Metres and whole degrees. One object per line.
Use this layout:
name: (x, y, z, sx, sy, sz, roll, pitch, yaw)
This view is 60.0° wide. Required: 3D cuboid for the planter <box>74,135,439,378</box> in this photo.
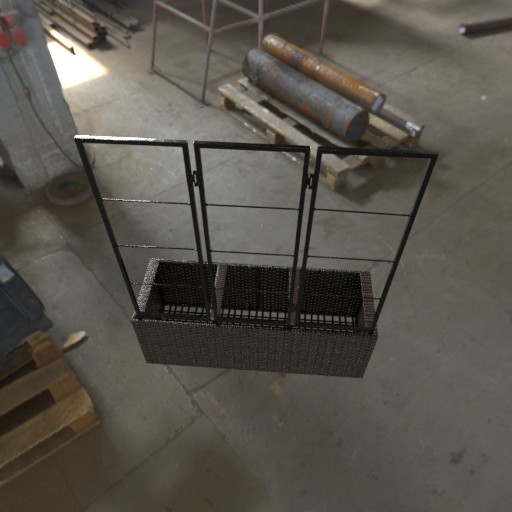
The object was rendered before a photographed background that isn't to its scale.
planter: (0.000, 0.000, 1.193, 0.699, 0.841, 0.244, 3, 48, 3)
